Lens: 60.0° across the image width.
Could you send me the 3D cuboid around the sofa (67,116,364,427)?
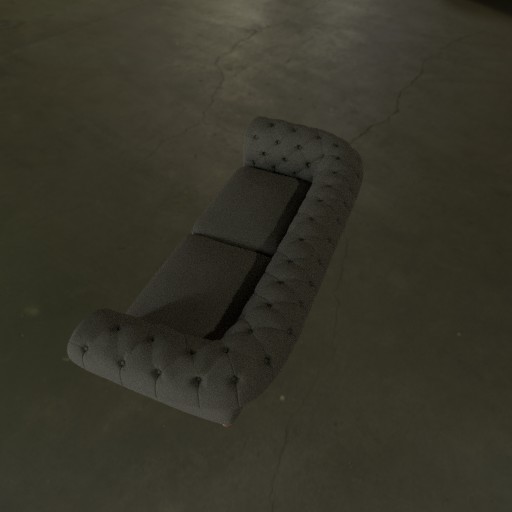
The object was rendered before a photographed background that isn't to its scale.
[{"bbox_3d":[0.000,0.000,2.878,0.991,0.762,2.362,17,48,16],"label":"sofa"}]
